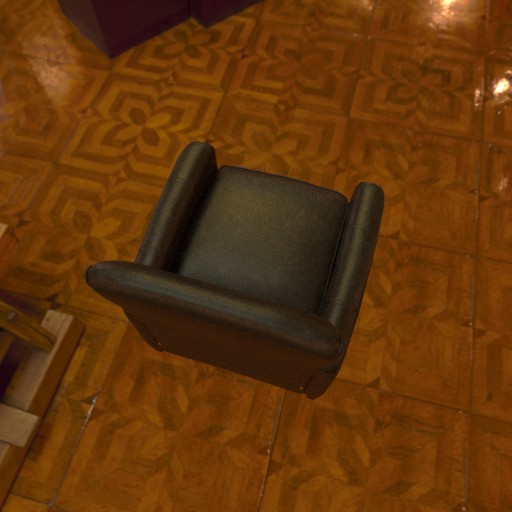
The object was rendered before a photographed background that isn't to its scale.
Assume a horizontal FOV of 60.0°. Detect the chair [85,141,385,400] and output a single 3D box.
[{"bbox_3d":[0.000,0.000,1.680,0.848,1.014,0.864,15,63,8],"label":"chair"}]
